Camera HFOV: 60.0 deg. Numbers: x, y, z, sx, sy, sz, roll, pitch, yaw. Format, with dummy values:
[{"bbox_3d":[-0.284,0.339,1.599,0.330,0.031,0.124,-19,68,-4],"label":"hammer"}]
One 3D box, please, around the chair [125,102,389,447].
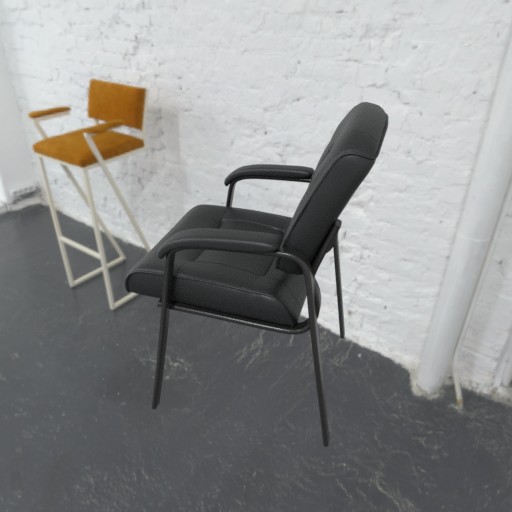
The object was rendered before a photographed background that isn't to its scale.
[{"bbox_3d":[0.000,0.000,1.368,0.668,0.910,0.591,8,31,13],"label":"chair"}]
